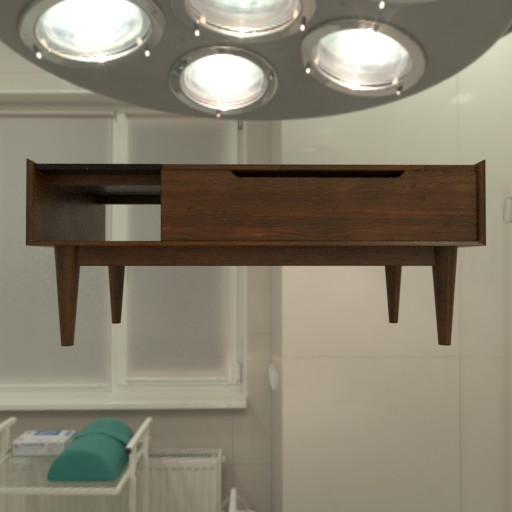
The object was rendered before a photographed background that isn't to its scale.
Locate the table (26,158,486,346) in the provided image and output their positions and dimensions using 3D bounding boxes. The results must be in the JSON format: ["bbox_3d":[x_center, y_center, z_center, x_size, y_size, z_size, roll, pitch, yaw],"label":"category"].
[{"bbox_3d":[0.000,0.000,1.480,1.221,0.508,0.610,0,-1,-1],"label":"table"}]
